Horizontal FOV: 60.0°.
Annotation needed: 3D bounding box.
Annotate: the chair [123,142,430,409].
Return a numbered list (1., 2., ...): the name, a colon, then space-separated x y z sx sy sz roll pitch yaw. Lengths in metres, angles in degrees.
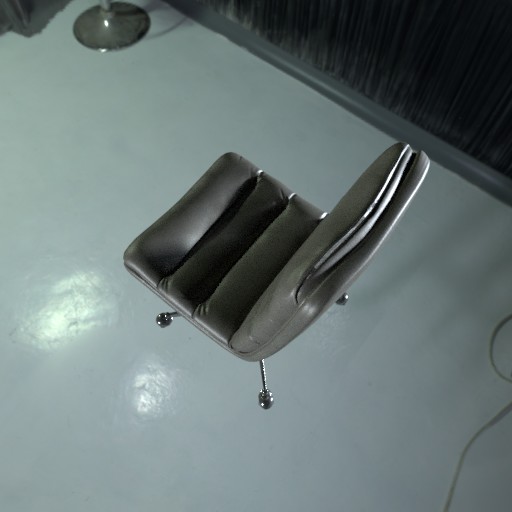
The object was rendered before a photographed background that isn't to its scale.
1. chair: 0.000 0.000 1.009 0.485 0.738 0.422 34 67 16
